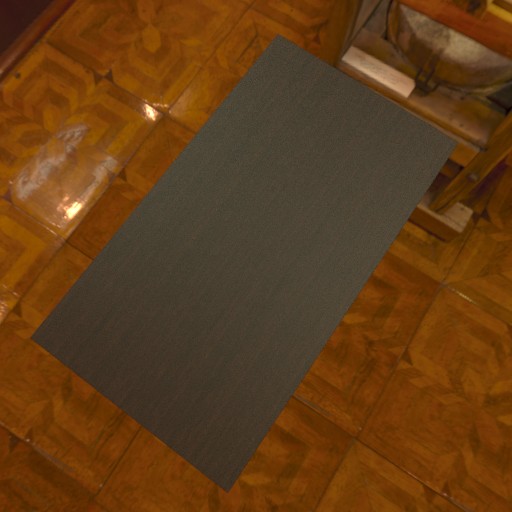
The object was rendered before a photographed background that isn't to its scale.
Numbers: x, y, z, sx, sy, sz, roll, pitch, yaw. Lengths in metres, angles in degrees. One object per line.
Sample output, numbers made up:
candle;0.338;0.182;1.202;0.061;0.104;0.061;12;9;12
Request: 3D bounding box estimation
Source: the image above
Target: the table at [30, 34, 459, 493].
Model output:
table;0.000;0.000;1.350;0.590;0.460;1.050;35;79;8
